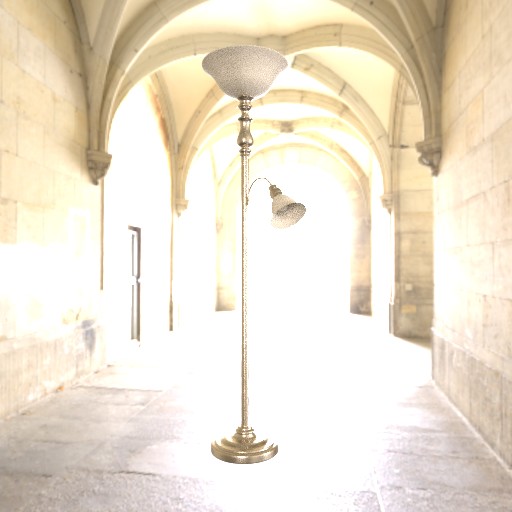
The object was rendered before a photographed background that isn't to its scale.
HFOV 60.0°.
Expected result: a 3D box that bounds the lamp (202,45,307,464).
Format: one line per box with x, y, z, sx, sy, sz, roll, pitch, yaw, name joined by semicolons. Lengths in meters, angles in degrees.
0.000;0.000;1.998;0.405;1.785;0.575;1;-1;-37;lamp
